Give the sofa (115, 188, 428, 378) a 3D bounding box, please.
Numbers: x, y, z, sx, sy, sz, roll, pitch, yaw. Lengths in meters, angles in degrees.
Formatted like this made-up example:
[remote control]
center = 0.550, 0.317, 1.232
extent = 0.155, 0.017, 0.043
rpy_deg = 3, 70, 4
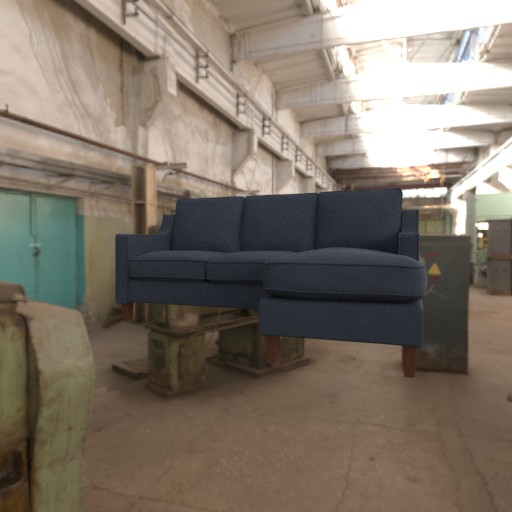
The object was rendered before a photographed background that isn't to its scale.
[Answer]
[sofa]
center = 0.000, 0.000, 3.255
extent = 2.317, 1.066, 1.858
rpy_deg = 1, 2, 19
